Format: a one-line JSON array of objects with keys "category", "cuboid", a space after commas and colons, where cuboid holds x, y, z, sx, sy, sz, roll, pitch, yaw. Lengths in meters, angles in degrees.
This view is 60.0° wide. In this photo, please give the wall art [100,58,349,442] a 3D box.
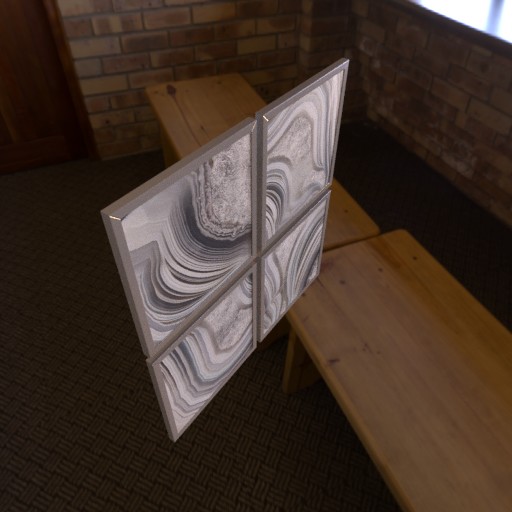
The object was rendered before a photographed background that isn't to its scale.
[{"category": "wall art", "cuboid": [0.000, 0.000, 1.670, 0.029, 1.118, 1.118, 26, 50, 25]}]
